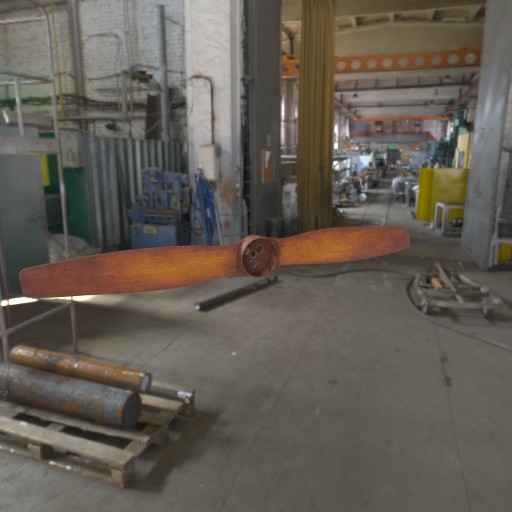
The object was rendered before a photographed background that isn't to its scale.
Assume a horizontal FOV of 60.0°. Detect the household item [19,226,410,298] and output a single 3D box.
[{"bbox_3d":[0.000,0.000,1.250,1.181,0.121,0.051,-7,15,-27],"label":"household item"}]
